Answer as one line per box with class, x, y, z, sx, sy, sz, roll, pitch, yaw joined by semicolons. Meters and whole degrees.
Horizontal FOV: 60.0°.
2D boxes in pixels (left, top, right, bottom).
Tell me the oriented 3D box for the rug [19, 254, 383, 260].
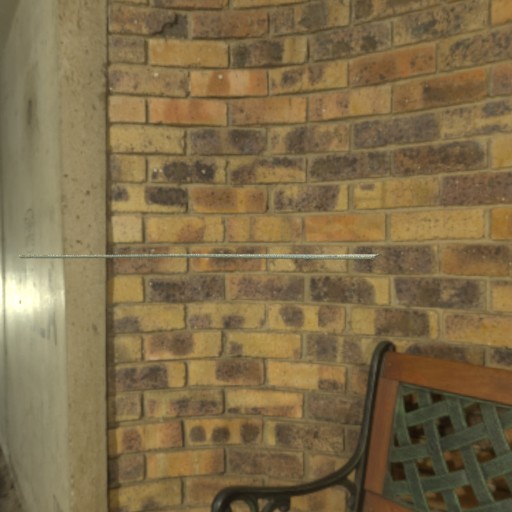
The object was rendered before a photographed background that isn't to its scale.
rug;0.000;0.000;5.144;2.802;0.052;4.078;0;0;17
